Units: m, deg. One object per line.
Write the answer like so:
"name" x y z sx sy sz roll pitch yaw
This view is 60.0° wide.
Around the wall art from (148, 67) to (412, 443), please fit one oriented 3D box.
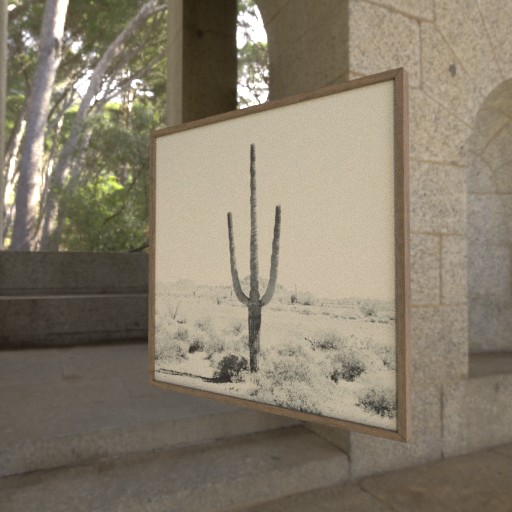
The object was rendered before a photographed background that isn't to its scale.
"wall art" 0.000 0.000 1.131 0.762 0.762 0.038 -1 -2 35
